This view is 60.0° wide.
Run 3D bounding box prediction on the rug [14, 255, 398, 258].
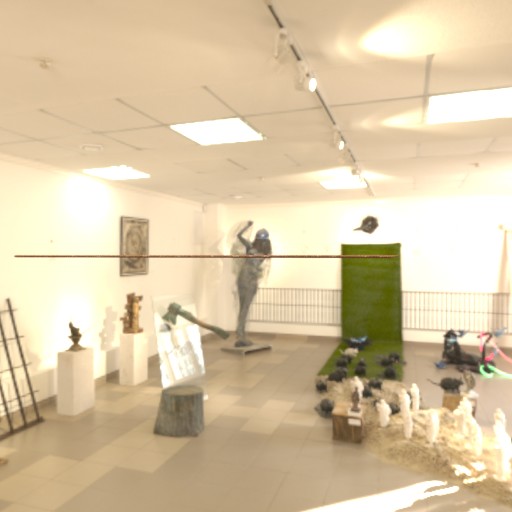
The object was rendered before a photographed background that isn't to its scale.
[{"bbox_3d":[0.000,0.000,4.054,2.441,0.015,3.050,0,0,18],"label":"rug"}]
